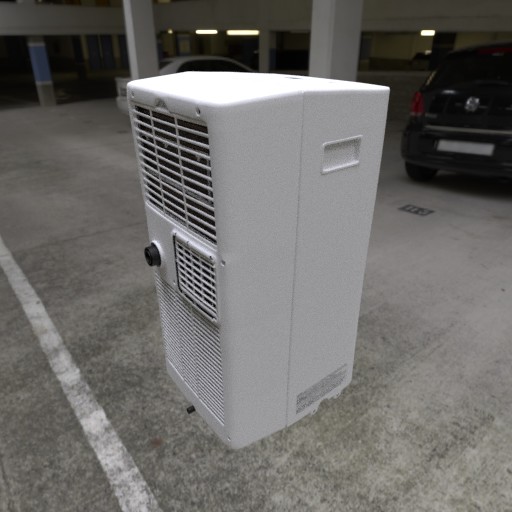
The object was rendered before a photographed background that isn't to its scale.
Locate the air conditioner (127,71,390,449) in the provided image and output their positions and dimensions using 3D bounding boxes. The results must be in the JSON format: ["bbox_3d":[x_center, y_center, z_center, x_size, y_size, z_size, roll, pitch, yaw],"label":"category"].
[{"bbox_3d":[0.000,0.000,0.805,0.349,0.606,0.304,-19,32,-32],"label":"air conditioner"}]
